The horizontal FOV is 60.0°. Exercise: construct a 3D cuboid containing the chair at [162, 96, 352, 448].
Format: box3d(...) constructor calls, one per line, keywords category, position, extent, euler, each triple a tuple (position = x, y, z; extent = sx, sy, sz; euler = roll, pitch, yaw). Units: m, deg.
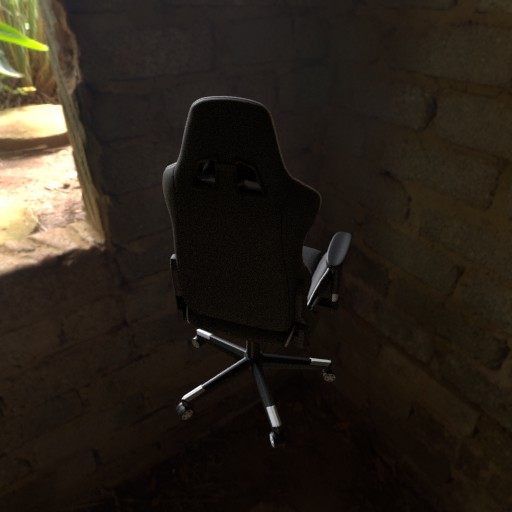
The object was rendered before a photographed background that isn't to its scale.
box3d(category="chair", position=(0.000, 0.000, 1.673), extent=(0.700, 1.240, 0.700), euler=(10, 33, 16))
